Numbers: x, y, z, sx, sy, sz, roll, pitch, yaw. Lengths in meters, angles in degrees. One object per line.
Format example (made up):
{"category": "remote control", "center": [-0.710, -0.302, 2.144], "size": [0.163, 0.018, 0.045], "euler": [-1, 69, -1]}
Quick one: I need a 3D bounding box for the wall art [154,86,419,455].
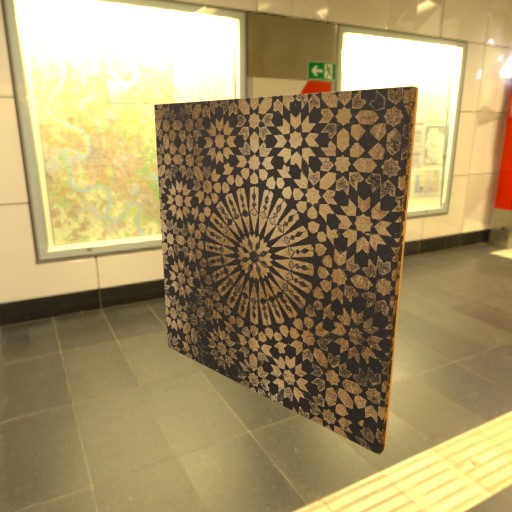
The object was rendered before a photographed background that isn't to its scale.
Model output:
{"category": "wall art", "center": [0.000, 0.000, 1.355], "size": [0.914, 0.914, 0.038], "euler": [14, 20, 40]}
